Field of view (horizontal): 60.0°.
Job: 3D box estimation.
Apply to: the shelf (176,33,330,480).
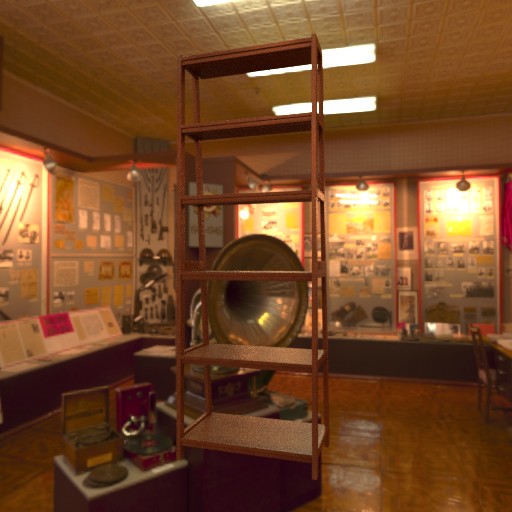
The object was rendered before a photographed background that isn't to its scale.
[{"bbox_3d":[0.000,0.000,2.157,0.660,1.892,0.382,0,-1,17],"label":"shelf"}]
